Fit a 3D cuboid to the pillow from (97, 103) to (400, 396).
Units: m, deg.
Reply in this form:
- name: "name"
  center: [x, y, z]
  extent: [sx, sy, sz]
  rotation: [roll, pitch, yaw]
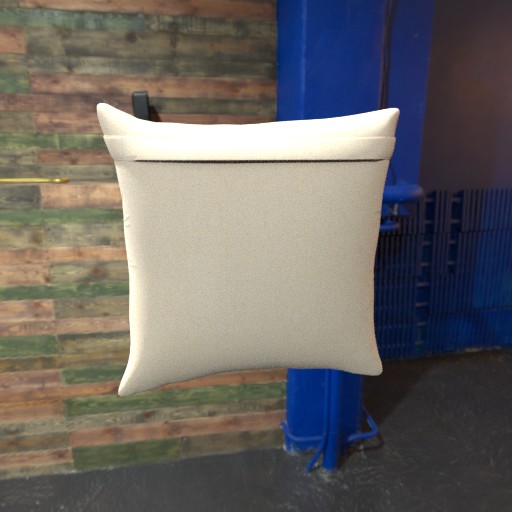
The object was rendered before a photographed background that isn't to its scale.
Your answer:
- name: "pillow"
  center: [0.000, 0.000, 0.629]
  extent: [0.405, 0.406, 0.173]
  rotation: [-2, 14, -8]
